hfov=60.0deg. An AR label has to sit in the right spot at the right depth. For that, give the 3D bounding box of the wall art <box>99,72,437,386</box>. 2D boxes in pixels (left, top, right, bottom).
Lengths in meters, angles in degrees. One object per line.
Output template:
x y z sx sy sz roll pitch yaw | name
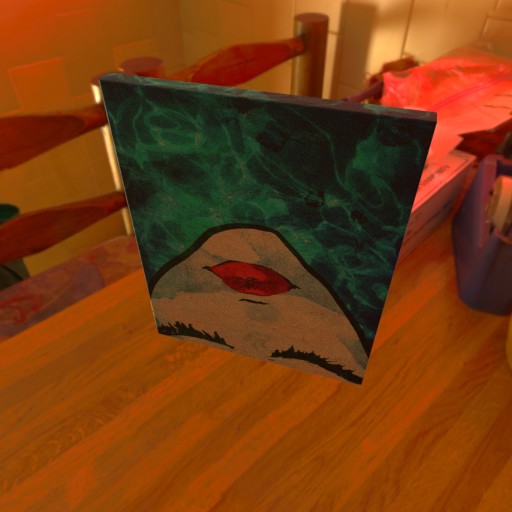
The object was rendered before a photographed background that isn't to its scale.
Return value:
0.000 0.000 1.031 0.609 0.760 0.038 12 43 13 | wall art
